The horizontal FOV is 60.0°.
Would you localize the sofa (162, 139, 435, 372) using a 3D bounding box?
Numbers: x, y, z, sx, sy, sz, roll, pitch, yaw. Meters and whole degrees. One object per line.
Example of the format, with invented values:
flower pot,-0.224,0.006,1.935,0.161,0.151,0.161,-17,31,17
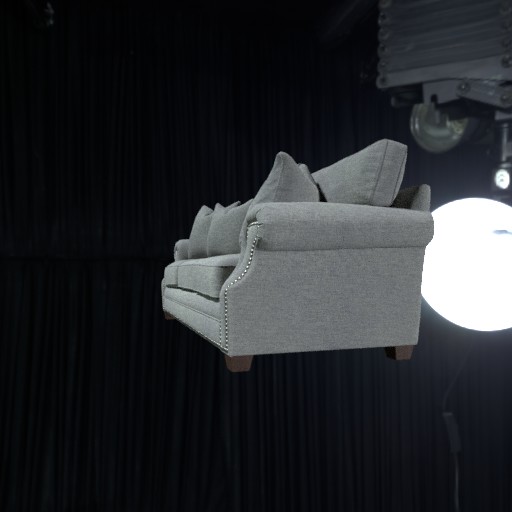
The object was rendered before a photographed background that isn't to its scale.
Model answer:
sofa,0.000,0.000,2.844,0.965,0.975,2.312,1,-2,-18
